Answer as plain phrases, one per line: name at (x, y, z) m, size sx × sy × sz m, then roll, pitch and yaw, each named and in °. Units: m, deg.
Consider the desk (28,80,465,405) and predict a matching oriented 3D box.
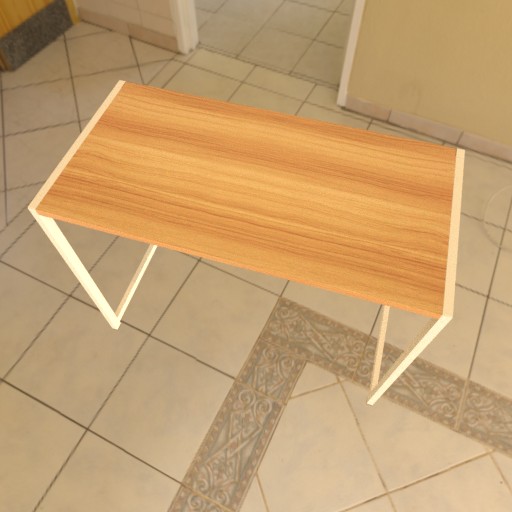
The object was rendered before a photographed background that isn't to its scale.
desk at (0.000, 0.000, 1.454) m, size 1.016 × 0.762 × 0.508 m, roll 14°, pitch 59°, yaw 9°
